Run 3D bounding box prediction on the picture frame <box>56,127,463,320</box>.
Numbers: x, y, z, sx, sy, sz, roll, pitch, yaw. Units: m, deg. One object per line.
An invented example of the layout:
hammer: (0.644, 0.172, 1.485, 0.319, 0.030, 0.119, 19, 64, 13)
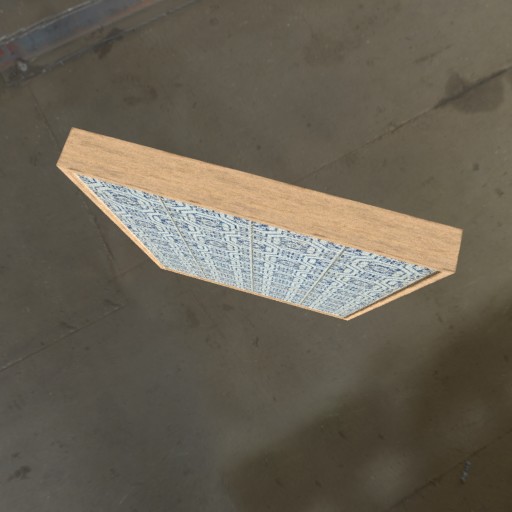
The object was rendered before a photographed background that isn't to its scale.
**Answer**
picture frame: (0.000, 0.000, 0.711, 0.421, 0.526, 0.046, 15, 77, 4)
